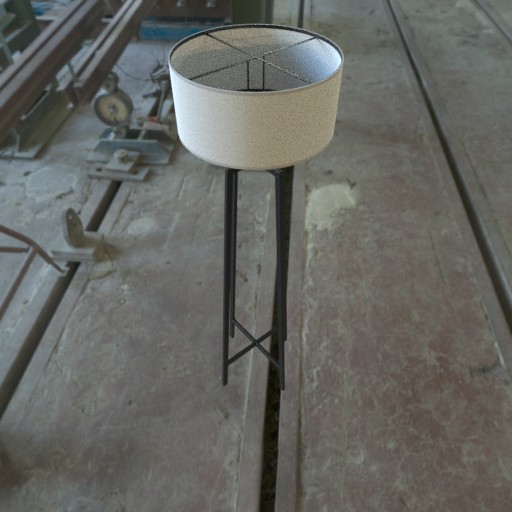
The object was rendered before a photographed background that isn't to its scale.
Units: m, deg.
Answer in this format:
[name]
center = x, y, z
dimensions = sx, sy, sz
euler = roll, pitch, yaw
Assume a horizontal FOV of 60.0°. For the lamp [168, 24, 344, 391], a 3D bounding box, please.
[lamp]
center = 0.000, 0.000, 1.701
dimensions = 0.457, 1.510, 0.456
euler = -31, 53, -27
